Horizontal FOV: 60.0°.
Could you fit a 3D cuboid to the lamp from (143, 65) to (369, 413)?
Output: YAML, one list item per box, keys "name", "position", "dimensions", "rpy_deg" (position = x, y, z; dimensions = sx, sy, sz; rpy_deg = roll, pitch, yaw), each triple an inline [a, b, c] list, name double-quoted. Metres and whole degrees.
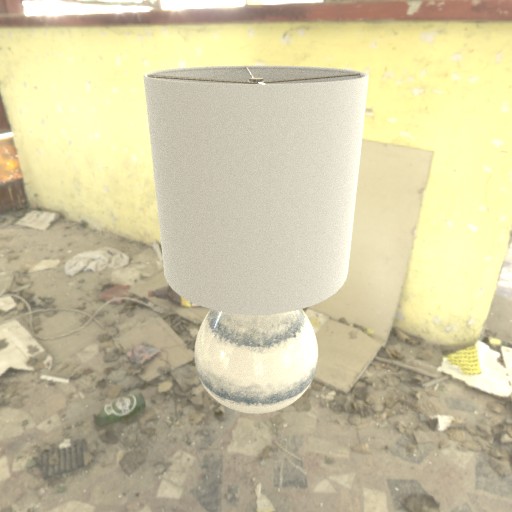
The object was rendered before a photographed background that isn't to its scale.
- name: "lamp"
  position: [0.000, 0.000, 0.527]
  dimensions: [0.216, 0.404, 0.216]
  rpy_deg: [-18, 32, -32]
